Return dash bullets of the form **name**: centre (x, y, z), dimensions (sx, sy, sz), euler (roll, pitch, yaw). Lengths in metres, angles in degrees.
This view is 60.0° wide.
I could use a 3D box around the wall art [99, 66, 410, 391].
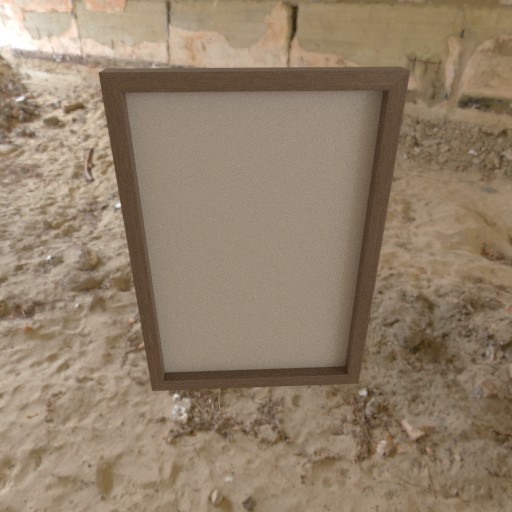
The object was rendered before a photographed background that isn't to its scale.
- **wall art**: centre (0.000, 0.000, 0.651), dimensions (0.358, 0.510, 0.032), euler (-1, 31, -2)
